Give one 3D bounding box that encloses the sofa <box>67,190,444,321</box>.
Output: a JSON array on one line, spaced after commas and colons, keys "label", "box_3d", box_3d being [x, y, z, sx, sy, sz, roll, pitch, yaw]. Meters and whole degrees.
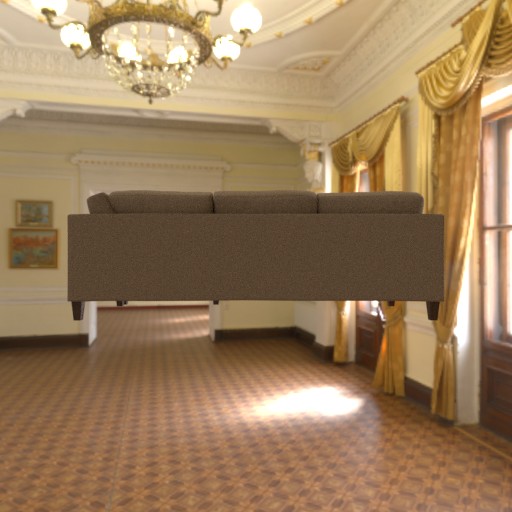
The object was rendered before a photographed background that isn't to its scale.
[{"label": "sofa", "box_3d": [0.000, 0.000, 4.532, 2.424, 0.865, 3.438, 0, -1, 0]}]
